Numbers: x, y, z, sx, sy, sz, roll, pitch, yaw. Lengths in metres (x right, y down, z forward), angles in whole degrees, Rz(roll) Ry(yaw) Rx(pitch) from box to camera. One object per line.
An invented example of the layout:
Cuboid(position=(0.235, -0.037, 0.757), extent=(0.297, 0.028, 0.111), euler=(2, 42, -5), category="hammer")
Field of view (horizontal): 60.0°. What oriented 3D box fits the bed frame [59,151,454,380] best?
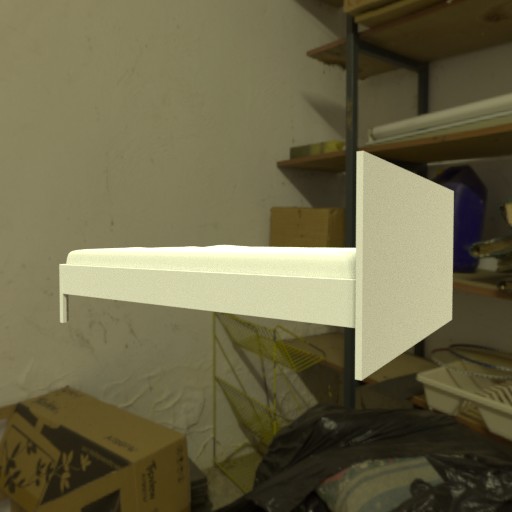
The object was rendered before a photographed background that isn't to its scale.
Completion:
Cuboid(position=(0.000, 0.000, 2.711), extent=(1.950, 0.800, 1.490), euler=(1, 2, 35), category="bed frame")
